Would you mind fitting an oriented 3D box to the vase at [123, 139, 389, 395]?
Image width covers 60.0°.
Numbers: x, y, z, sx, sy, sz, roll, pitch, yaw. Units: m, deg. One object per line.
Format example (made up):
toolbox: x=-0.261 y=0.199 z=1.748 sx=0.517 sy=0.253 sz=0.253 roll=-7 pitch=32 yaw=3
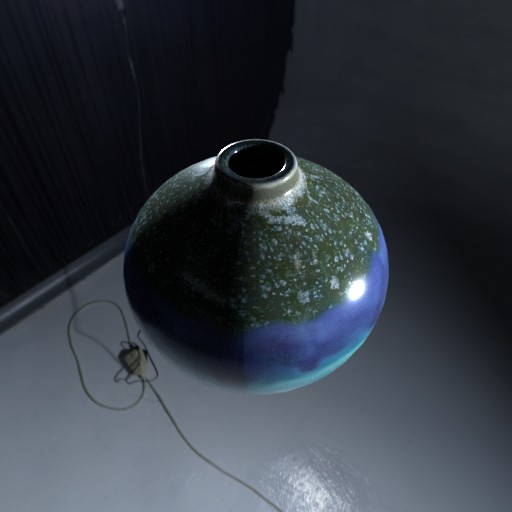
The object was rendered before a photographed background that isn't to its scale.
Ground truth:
vase: x=0.000 y=0.000 z=0.262 sx=0.154 sy=0.133 sz=0.154 roll=0 pitch=46 yaw=0
